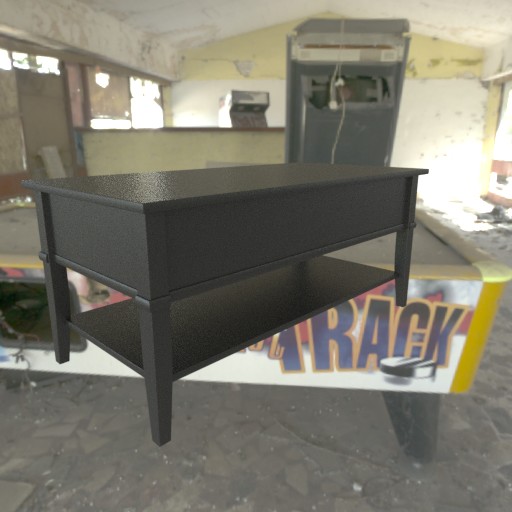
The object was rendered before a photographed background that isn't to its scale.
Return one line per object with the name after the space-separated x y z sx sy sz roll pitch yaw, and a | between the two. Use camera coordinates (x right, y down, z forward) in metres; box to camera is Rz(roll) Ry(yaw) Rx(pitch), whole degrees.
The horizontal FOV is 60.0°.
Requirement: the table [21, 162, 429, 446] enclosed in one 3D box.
0.000 0.000 1.285 0.523 0.470 1.044 14 21 42 | table
